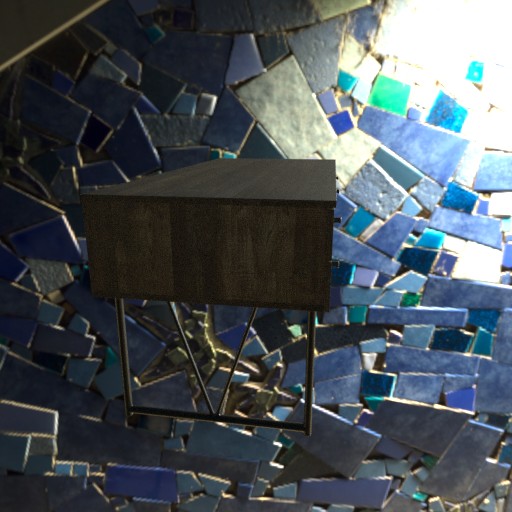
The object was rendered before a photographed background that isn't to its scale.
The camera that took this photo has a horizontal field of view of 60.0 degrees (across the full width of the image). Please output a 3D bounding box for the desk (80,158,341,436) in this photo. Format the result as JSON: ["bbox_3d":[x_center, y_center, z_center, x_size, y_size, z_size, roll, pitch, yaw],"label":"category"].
[{"bbox_3d":[0.000,0.000,2.054,0.730,0.780,1.600,3,16,9],"label":"desk"}]
